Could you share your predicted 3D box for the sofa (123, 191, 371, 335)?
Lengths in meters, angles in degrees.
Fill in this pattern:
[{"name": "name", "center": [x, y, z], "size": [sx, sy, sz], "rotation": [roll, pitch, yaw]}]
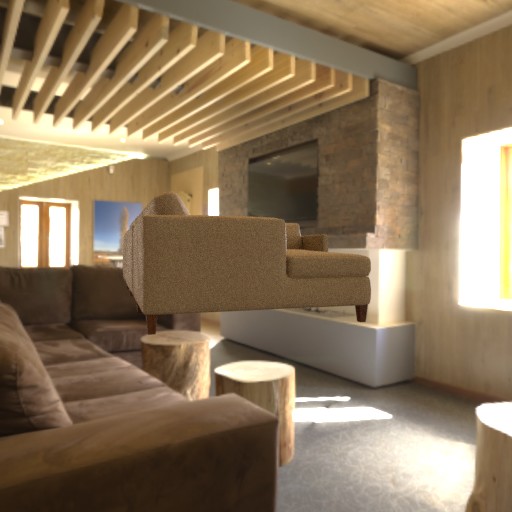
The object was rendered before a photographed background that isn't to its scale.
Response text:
[{"name": "sofa", "center": [0.000, 0.000, 4.580], "size": [2.551, 0.889, 3.403], "rotation": [0, 1, -18]}]
